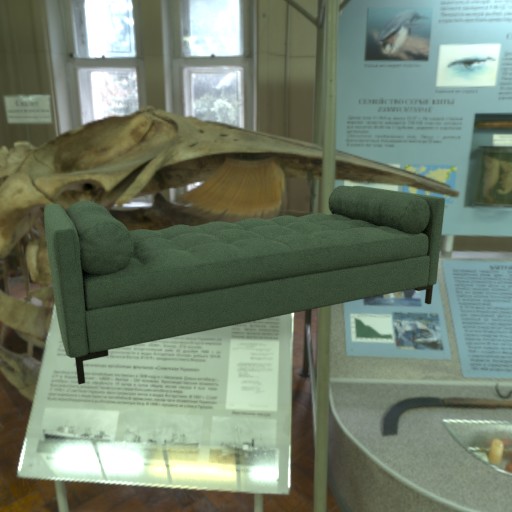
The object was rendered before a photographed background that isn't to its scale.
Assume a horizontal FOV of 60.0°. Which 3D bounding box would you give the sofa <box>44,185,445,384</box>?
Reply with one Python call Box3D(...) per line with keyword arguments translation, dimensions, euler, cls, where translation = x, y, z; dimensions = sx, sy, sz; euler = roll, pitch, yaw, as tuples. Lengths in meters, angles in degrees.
Box3D(translation=(0.000, 0.000, 2.531), dimensions=(2.130, 0.681, 0.817), euler=(-7, 17, -26), cls="sofa")
